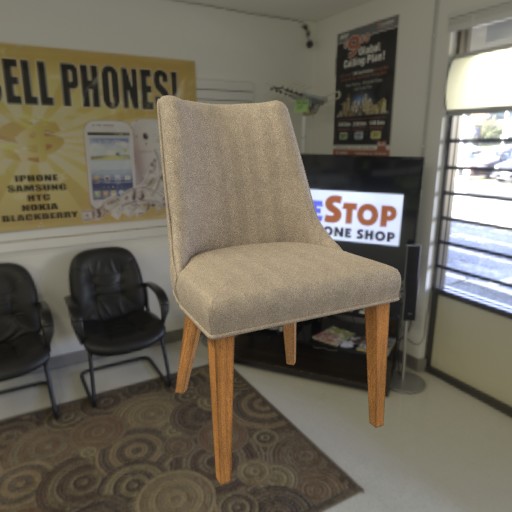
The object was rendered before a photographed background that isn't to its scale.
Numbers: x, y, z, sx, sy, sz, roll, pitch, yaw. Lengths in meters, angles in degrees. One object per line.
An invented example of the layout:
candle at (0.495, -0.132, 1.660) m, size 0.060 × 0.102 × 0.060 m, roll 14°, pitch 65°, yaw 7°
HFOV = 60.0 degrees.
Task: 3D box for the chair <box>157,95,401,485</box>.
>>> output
chair at (0.000, 0.000, 1.309) m, size 0.548 × 0.916 × 0.636 m, roll -7°, pitch 16°, yaw -26°
